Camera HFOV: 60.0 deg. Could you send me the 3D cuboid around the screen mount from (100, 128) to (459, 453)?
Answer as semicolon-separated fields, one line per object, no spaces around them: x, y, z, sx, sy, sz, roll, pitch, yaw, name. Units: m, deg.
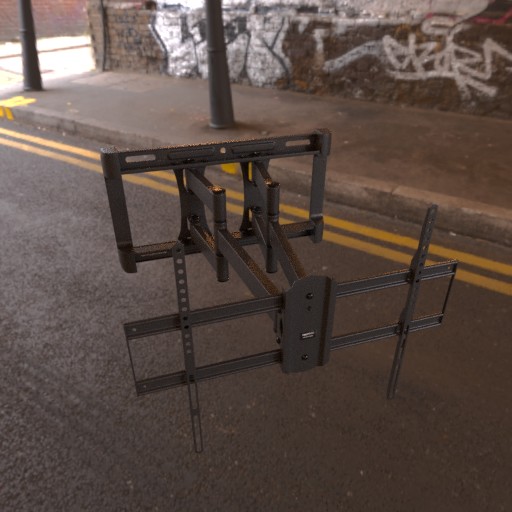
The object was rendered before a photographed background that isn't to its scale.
0.000;0.000;1.095;0.661;0.491;0.644;-9;32;-15;screen mount
